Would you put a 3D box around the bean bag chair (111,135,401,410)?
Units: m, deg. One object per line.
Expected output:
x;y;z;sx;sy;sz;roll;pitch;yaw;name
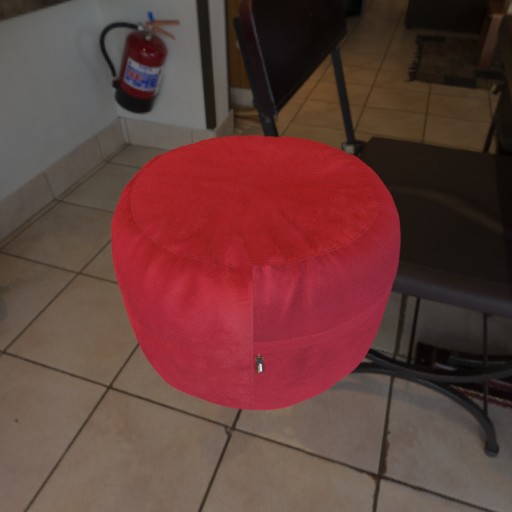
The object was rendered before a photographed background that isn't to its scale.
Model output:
0.000;0.000;2.011;1.219;0.762;1.219;0;40;0;bean bag chair
